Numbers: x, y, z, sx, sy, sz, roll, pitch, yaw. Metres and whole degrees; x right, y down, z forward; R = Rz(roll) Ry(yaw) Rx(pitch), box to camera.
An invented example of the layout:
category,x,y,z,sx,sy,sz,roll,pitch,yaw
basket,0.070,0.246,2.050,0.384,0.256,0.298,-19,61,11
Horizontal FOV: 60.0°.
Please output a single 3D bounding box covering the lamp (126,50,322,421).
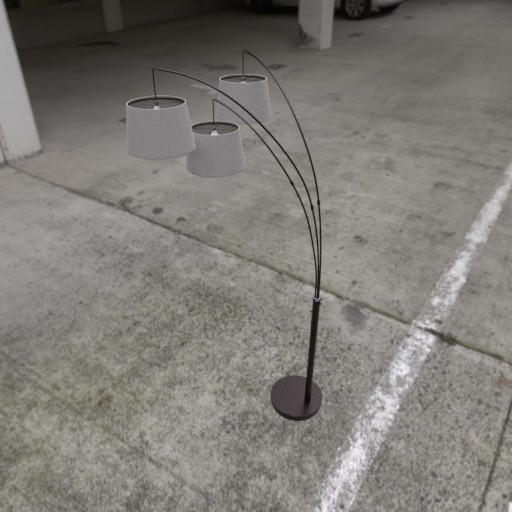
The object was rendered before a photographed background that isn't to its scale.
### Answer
category,x,y,z,sx,sy,sz,roll,pitch,yaw
lamp,0.000,0.000,2.425,0.924,1.950,0.951,20,37,29
